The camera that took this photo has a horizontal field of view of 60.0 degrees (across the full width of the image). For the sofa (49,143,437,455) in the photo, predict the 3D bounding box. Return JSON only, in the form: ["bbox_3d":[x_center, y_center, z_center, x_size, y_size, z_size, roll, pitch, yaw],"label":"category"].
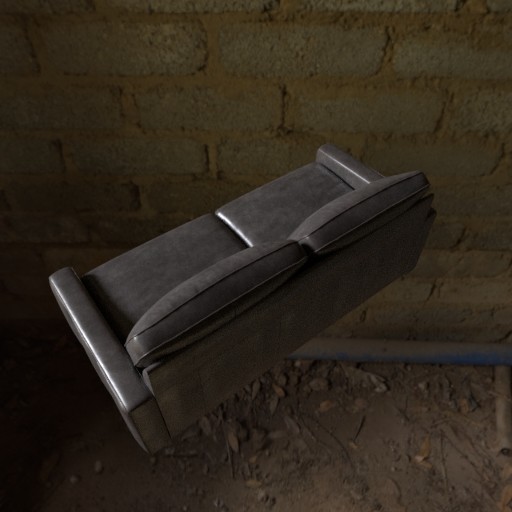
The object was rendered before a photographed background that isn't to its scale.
[{"bbox_3d":[0.000,0.000,2.575,2.081,0.916,0.939,-29,54,-24],"label":"sofa"}]
